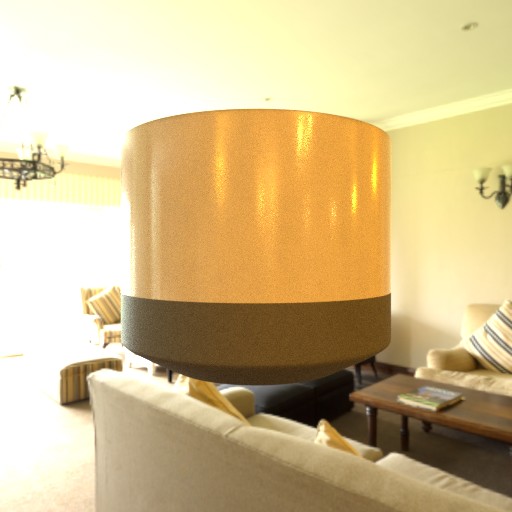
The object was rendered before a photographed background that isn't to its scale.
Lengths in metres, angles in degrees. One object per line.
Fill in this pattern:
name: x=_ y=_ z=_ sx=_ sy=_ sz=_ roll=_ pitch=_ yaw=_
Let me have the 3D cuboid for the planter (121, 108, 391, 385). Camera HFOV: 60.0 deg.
planter: x=0.000 y=0.000 z=0.220 sx=0.128 sy=0.105 sz=0.128 roll=0 pitch=0 yaw=0
